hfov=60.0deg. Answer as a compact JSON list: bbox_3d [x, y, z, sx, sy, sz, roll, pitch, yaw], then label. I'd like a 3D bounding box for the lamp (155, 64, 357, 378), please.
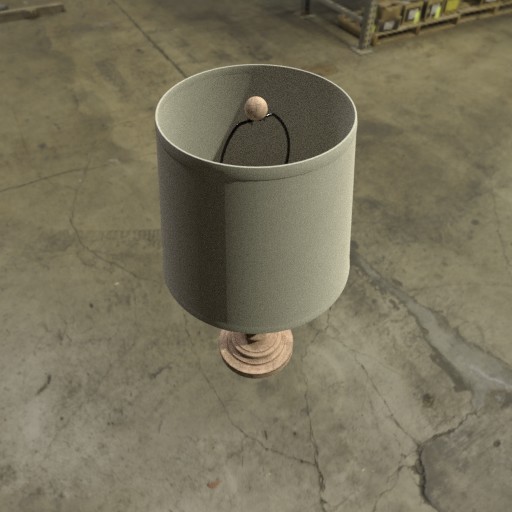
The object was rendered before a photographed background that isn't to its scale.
[{"bbox_3d":[0.000,0.000,0.655,0.273,0.497,0.273,0,47,0],"label":"lamp"}]
